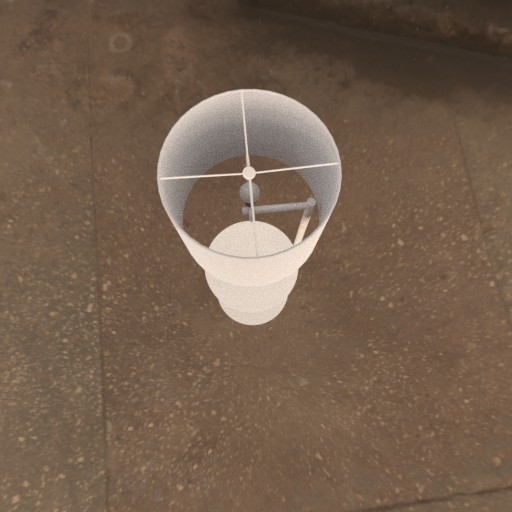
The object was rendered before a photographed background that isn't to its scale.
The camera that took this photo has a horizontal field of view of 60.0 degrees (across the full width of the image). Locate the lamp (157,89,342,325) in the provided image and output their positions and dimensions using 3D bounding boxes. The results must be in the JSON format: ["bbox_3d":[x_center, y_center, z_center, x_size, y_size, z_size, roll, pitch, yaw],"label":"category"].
[{"bbox_3d":[0.000,0.000,1.605,0.405,1.465,0.372,-5,76,-1],"label":"lamp"}]
